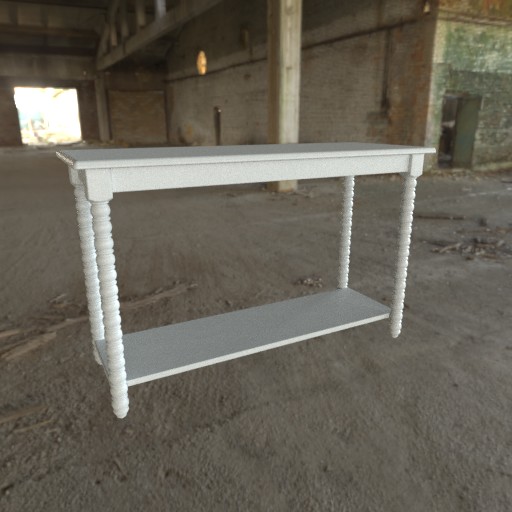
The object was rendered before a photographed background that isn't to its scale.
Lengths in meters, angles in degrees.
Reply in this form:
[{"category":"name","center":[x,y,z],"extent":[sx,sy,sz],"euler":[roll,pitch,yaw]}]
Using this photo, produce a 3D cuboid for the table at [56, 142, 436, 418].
[{"category":"table","center":[0.000,0.000,1.571],"extent":[1.184,0.740,0.459],"euler":[-9,19,-27]}]
